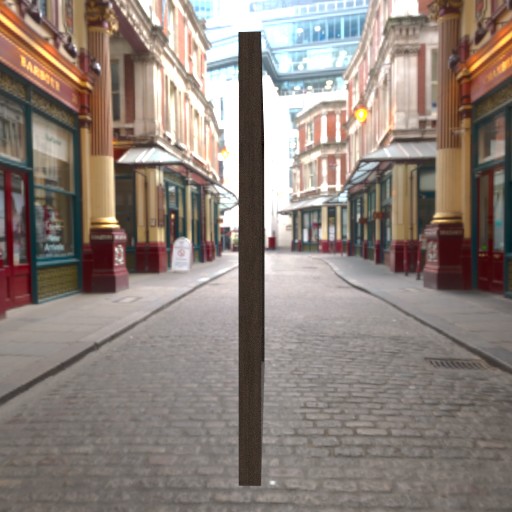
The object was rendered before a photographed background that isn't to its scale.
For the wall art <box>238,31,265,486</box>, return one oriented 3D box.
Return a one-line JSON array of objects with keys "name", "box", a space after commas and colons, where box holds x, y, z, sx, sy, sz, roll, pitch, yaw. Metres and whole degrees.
[{"name": "wall art", "box": [0.000, 0.000, 1.123, 0.038, 0.762, 0.762, 0, 1, 2]}]
